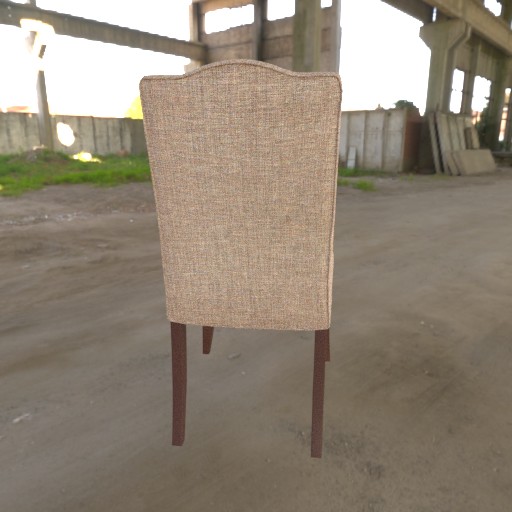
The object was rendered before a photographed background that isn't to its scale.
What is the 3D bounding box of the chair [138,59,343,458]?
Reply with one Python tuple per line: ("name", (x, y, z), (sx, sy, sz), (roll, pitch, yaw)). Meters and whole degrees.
("chair", (0.000, 0.000, 1.351), (0.513, 1.016, 0.660), (2, 15, 7))
